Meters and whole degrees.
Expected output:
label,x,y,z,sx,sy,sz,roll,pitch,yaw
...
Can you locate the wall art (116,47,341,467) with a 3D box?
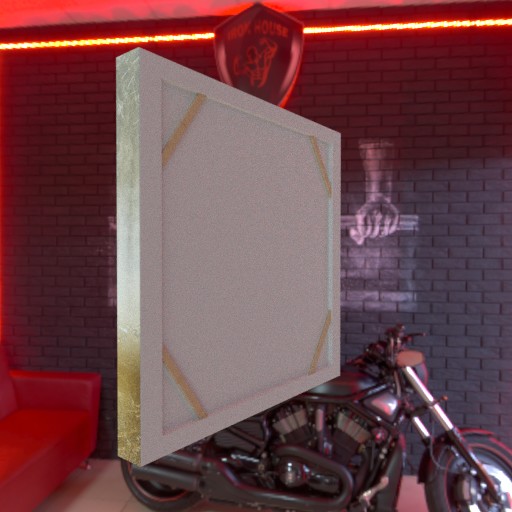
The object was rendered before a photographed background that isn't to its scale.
label,x,y,z,sx,sy,sz,roll,pitch,yaw
wall art,0.000,0.000,0.598,0.038,0.407,0.405,1,1,39
